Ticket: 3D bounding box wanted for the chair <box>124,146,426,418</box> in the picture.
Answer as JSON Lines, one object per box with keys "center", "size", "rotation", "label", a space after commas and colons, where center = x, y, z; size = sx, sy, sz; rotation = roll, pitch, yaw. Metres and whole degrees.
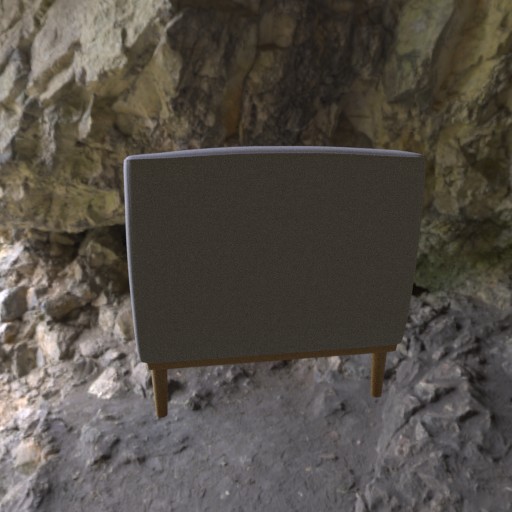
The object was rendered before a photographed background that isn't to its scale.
{"center": [0.000, 0.000, 1.679], "size": [0.946, 0.818, 0.951], "rotation": [-2, 15, -9], "label": "chair"}
